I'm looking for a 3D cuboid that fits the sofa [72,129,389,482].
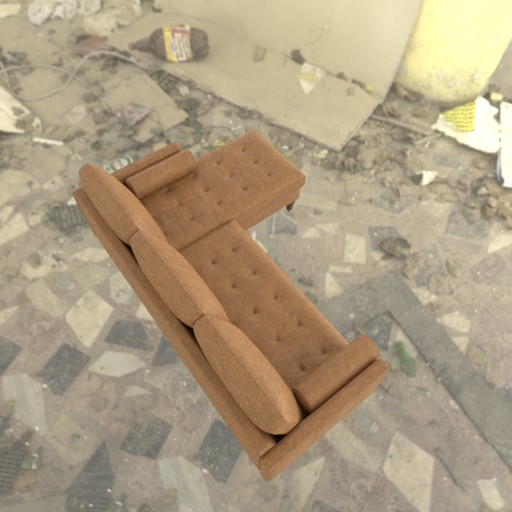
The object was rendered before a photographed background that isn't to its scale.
[{"bbox_3d":[0.000,0.000,2.924,1.506,0.876,2.178,-33,63,-19],"label":"sofa"}]
